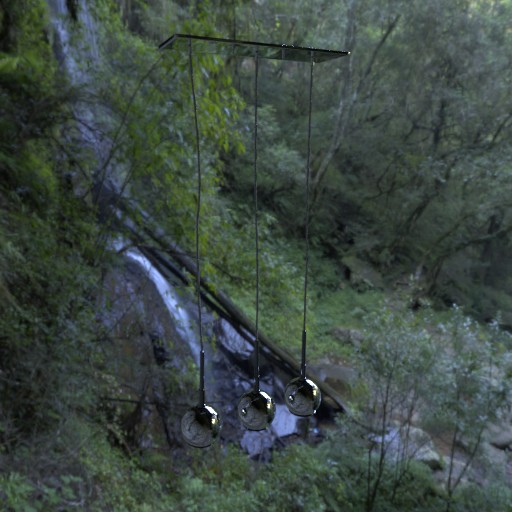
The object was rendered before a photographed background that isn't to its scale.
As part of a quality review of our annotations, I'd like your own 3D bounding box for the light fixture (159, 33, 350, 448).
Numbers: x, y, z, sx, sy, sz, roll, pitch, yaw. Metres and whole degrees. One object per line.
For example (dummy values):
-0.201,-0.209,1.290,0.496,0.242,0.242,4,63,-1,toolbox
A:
0.000,0.000,1.636,0.623,1.408,0.188,-7,16,-25,light fixture
